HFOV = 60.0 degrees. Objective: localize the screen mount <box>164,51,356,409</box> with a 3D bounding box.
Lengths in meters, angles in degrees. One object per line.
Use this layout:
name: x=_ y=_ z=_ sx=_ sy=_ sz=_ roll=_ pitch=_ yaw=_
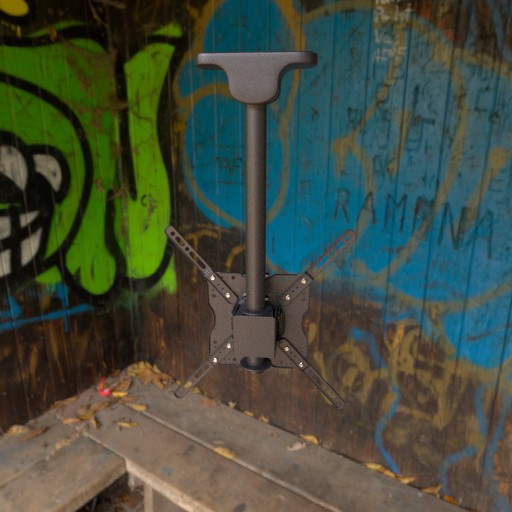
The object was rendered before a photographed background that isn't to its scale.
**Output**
screen mount: x=0.000 y=0.000 z=0.875 sx=0.393 sy=0.729 sz=0.090 roll=2 pitch=16 yaw=6
